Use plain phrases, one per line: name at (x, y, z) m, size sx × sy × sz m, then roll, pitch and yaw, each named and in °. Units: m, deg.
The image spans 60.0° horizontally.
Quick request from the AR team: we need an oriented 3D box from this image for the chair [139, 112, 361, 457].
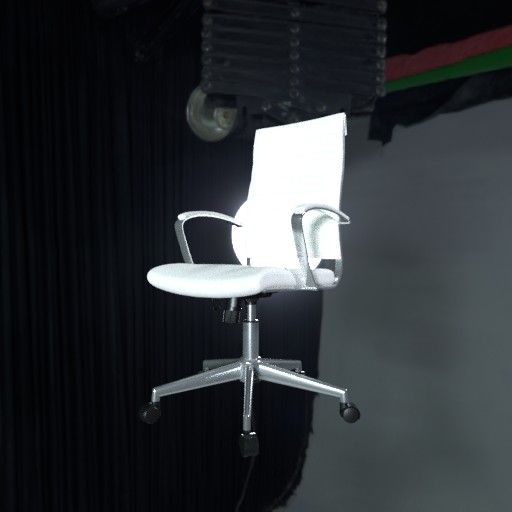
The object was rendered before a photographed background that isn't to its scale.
chair at (0.000, 0.000, 1.674) m, size 0.766 × 1.149 × 0.739 m, roll 1°, pitch 1°, yaw 36°
